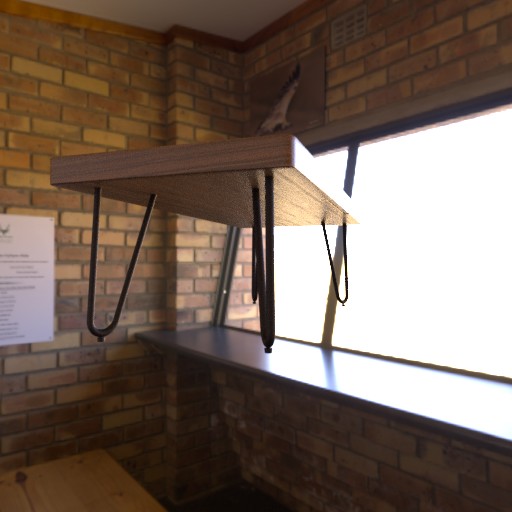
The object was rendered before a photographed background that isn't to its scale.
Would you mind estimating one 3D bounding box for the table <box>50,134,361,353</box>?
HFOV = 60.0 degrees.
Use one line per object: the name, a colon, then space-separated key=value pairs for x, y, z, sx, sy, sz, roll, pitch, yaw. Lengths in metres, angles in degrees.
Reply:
table: x=0.000 y=0.000 z=1.648 sx=0.637 sy=0.468 sz=1.375 roll=0 pitch=-1 yaw=19
